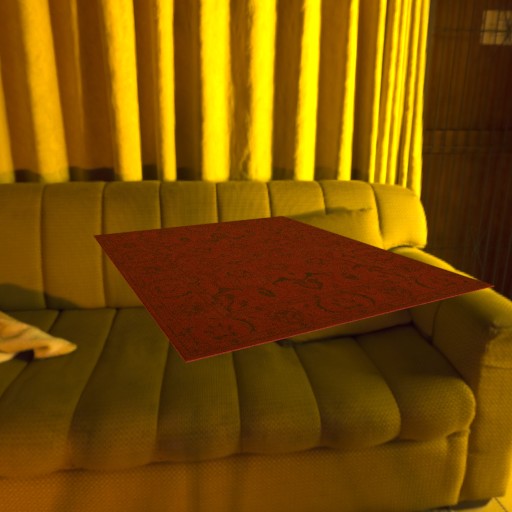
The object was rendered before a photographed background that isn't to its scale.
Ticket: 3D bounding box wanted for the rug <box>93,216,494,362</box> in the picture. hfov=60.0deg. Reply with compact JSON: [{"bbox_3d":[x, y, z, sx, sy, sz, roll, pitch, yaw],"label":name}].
[{"bbox_3d":[0.000,0.000,3.890,2.300,0.012,2.929,-8,18,-26],"label":"rug"}]
